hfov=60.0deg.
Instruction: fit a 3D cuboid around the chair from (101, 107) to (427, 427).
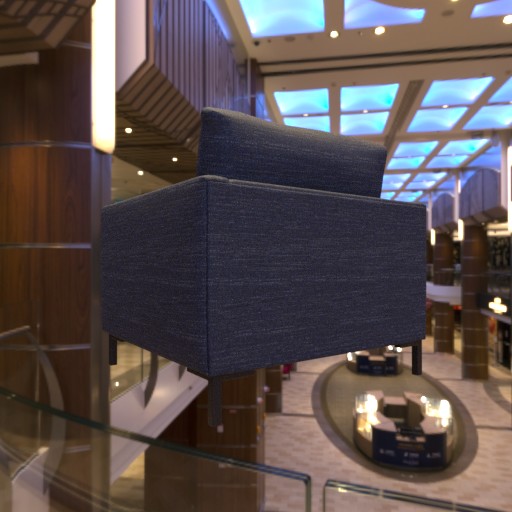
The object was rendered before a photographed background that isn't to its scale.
[{"bbox_3d":[0.000,0.000,1.694,0.963,0.861,0.866,0,-1,-36],"label":"chair"}]
